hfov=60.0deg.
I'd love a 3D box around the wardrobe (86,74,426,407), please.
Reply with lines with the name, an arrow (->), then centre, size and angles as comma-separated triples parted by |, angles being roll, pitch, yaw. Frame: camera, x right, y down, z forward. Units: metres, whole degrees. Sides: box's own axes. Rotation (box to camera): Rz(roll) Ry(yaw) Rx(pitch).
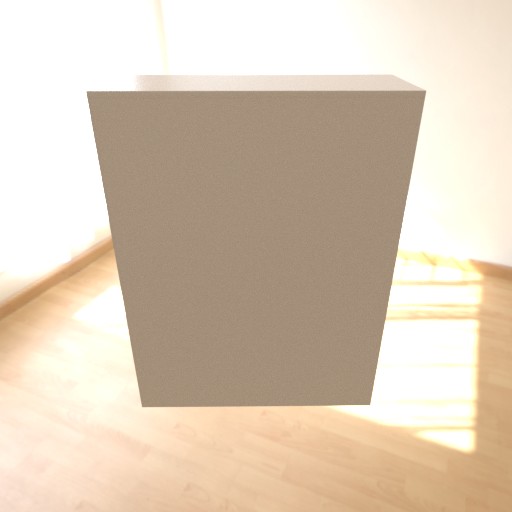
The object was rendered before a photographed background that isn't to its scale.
wardrobe -> 0.000, 0.000, 1.620 | 0.900, 1.200, 0.360 | 0, 29, -1
